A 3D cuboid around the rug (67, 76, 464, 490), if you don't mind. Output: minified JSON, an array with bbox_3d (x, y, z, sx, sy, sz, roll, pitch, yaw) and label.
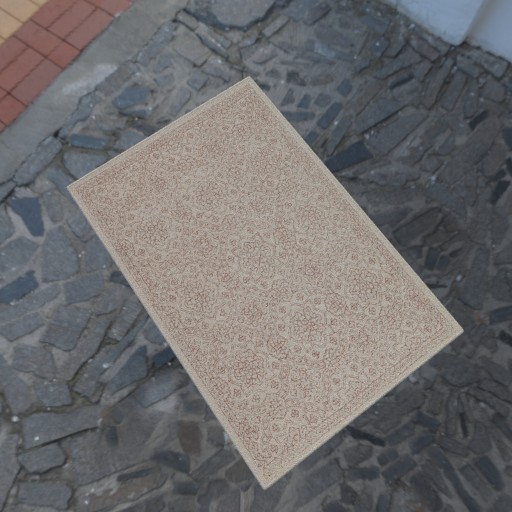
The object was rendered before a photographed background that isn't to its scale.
[{"bbox_3d":[0.000,0.000,2.292,1.219,0.010,1.829,-35,77,-9],"label":"rug"}]
